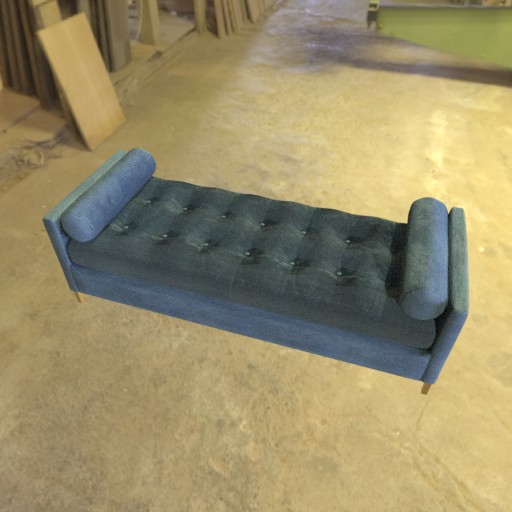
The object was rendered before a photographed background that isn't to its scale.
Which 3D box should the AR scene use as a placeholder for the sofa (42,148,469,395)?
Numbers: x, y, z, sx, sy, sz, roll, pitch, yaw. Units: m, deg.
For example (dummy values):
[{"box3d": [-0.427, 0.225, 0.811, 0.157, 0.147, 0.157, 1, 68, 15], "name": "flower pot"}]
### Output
[{"box3d": [0.000, 0.000, 2.506, 2.102, 0.705, 0.796, 12, 43, 13], "name": "sofa"}]
